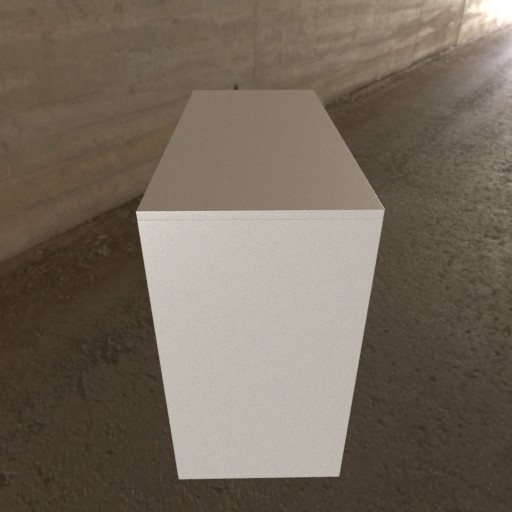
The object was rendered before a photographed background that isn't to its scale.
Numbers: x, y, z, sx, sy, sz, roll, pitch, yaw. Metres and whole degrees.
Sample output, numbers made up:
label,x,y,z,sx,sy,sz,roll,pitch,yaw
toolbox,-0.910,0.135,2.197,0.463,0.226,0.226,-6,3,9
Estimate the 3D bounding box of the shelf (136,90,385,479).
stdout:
label,x,y,z,sx,sy,sz,roll,pitch,yaw
shelf,0.000,0.000,1.278,0.396,0.732,0.895,-1,32,-1
